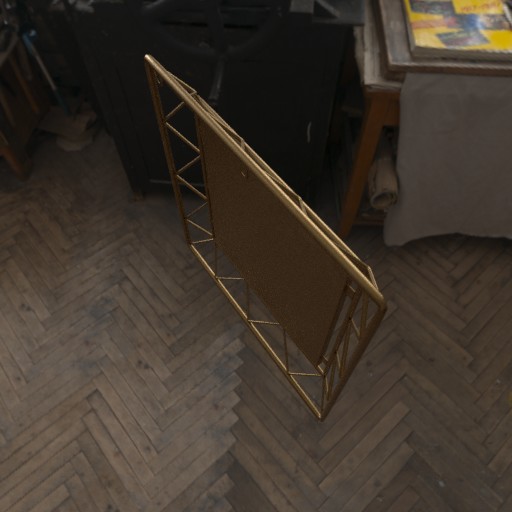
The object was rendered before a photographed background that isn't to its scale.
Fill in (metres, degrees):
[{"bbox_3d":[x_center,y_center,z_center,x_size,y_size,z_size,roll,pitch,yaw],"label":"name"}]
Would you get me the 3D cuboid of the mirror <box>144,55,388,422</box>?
[{"bbox_3d":[0.000,0.000,0.621,0.046,0.414,0.416,-31,62,-18],"label":"mirror"}]
